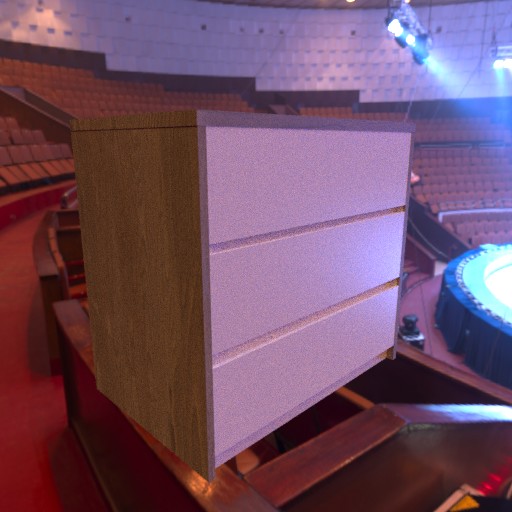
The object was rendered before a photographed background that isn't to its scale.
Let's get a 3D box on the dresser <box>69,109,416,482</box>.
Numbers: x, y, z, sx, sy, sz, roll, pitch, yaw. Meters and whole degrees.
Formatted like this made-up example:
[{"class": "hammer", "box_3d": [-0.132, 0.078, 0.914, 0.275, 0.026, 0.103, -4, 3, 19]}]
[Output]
[{"class": "dresser", "box_3d": [0.000, 0.000, 1.312, 0.809, 0.762, 0.529, -14, 20, -43]}]
